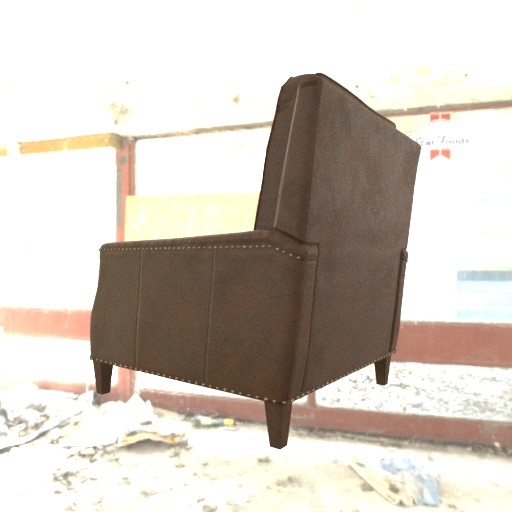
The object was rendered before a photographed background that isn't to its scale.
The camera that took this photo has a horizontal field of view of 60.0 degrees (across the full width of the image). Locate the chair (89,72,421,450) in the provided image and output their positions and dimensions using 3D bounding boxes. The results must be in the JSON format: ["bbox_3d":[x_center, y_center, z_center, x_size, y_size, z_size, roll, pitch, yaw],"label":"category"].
[{"bbox_3d":[0.000,0.000,1.745,1.035,1.054,0.854,0,-1,37],"label":"chair"}]
